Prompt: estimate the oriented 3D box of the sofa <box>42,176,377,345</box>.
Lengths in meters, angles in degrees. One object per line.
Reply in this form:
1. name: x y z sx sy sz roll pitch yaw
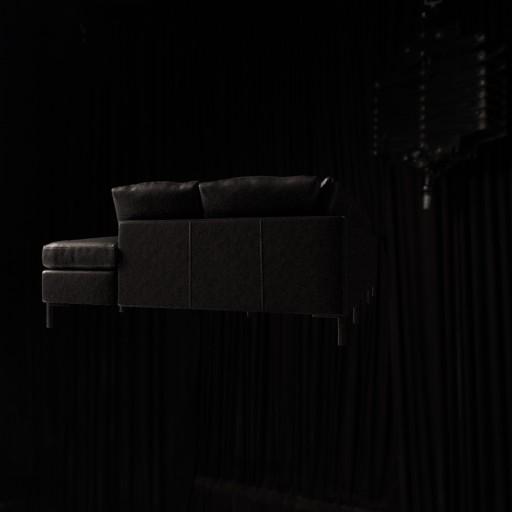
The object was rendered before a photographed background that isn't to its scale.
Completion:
1. sofa: 0.000 0.000 3.919 1.939 0.900 2.956 0 0 18
